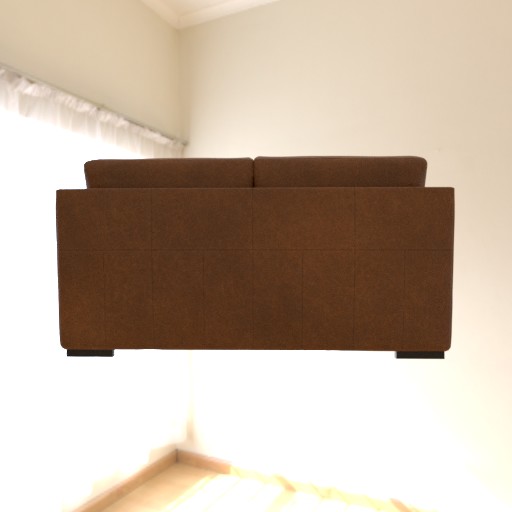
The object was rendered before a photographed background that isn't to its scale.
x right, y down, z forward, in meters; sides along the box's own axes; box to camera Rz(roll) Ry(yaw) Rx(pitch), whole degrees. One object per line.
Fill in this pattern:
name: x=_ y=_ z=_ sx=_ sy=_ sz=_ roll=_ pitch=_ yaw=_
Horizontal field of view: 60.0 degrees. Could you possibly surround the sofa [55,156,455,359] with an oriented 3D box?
sofa: x=0.000 y=0.000 z=2.534 sx=1.880 sy=0.966 sz=1.144 roll=0 pitch=-1 yaw=2
